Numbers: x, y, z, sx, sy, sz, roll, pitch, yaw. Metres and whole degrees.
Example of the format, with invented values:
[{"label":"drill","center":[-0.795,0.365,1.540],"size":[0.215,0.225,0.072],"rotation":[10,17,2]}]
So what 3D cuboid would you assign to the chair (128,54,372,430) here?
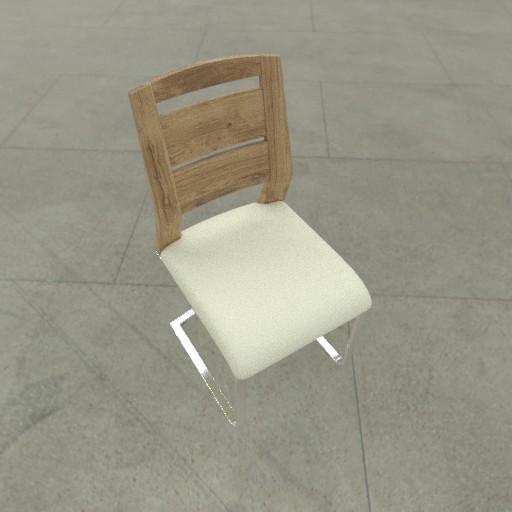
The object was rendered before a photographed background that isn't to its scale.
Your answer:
[{"label":"chair","center":[0.000,0.000,1.291],"size":[0.457,0.955,0.561],"rotation":[-24,50,-22]}]
